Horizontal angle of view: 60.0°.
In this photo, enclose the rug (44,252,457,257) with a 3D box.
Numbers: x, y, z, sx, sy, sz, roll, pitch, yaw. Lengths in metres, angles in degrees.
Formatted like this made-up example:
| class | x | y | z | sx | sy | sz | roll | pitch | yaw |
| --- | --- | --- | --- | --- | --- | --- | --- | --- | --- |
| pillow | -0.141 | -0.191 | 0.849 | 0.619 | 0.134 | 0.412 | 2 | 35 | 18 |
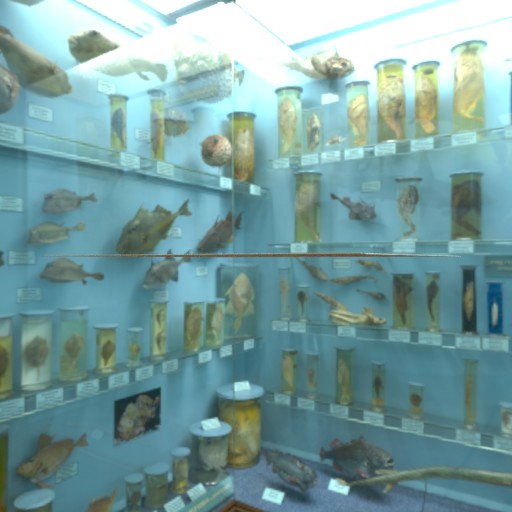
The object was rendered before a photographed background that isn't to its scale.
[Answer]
| class | x | y | z | sx | sy | sz | roll | pitch | yaw |
| --- | --- | --- | --- | --- | --- | --- | --- | --- | --- |
| rug | 0.000 | 0.000 | 4.186 | 3.143 | 0.008 | 2.451 | 0 | -1 | 35 |
